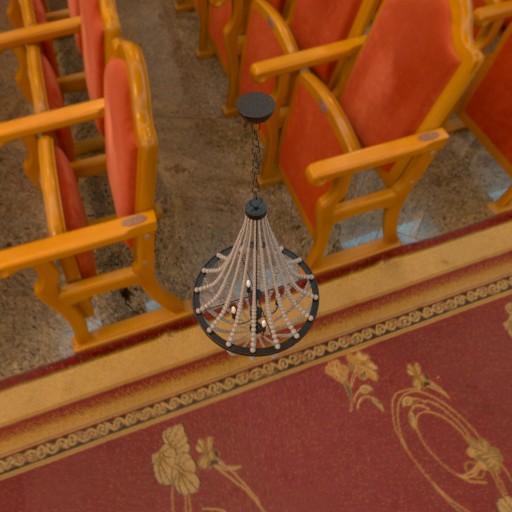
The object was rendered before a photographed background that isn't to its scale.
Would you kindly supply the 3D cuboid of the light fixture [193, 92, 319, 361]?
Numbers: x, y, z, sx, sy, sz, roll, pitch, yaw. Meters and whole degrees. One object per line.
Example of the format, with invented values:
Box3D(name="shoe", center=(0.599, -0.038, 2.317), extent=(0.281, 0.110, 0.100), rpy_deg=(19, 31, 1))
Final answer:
Box3D(name="light fixture", center=(0.000, 0.000, 1.365), extent=(0.450, 1.133, 0.450), rpy_deg=(0, 58, 0))
